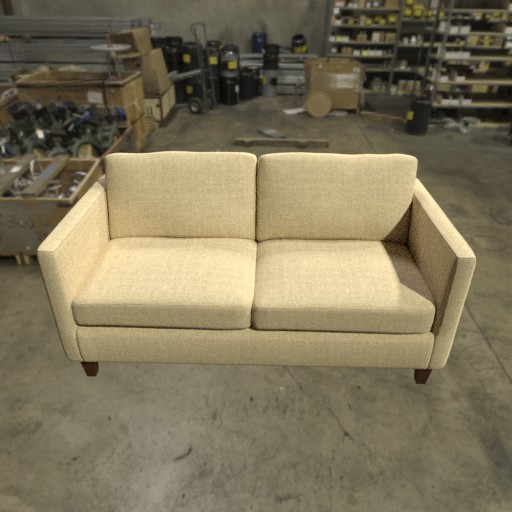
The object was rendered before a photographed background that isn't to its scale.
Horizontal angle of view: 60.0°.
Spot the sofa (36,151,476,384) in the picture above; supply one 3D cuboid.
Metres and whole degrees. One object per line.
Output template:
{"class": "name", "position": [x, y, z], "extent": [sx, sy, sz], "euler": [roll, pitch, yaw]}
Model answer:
{"class": "sofa", "position": [0.000, 0.000, 2.368], "extent": [1.884, 0.963, 0.950], "euler": [1, 31, 1]}
